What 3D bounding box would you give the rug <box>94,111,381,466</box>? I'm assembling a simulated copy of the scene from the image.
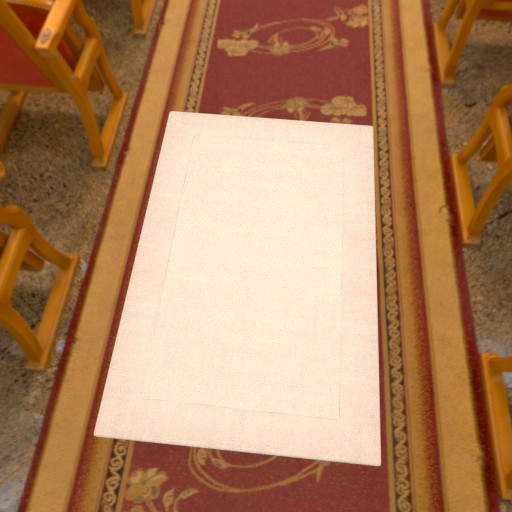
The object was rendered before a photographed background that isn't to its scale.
[{"bbox_3d":[0.000,0.000,2.258,1.219,0.013,1.829,5,65,2],"label":"rug"}]
